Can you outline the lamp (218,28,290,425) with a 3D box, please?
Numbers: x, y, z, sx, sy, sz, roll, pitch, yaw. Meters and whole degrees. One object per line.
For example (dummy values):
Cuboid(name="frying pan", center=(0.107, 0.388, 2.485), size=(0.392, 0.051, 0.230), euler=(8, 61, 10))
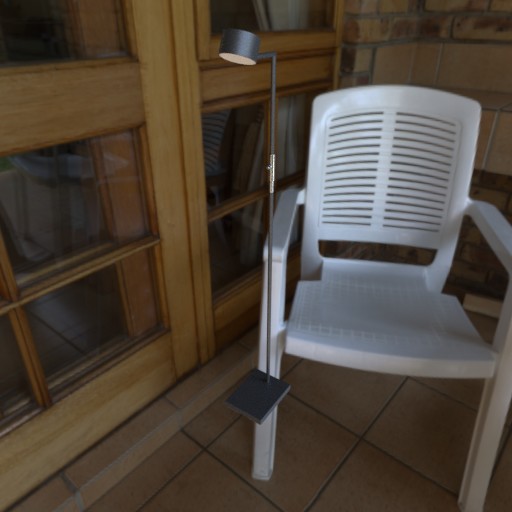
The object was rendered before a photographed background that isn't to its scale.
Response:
Cuboid(name="lamp", center=(0.000, 0.000, 1.743), size=(0.203, 1.600, 0.304), euler=(18, 34, 29))
